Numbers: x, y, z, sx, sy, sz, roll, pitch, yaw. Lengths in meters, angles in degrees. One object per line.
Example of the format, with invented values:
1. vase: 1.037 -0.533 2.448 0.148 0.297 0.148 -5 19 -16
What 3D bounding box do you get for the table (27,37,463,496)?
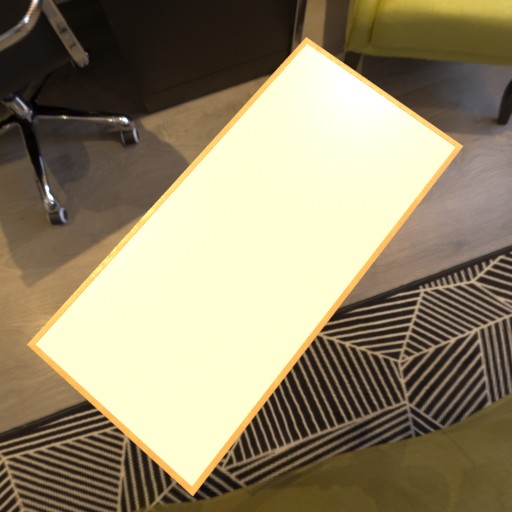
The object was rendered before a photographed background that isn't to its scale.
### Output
1. table: 0.000 0.000 1.428 0.580 0.398 1.206 38 80 8
